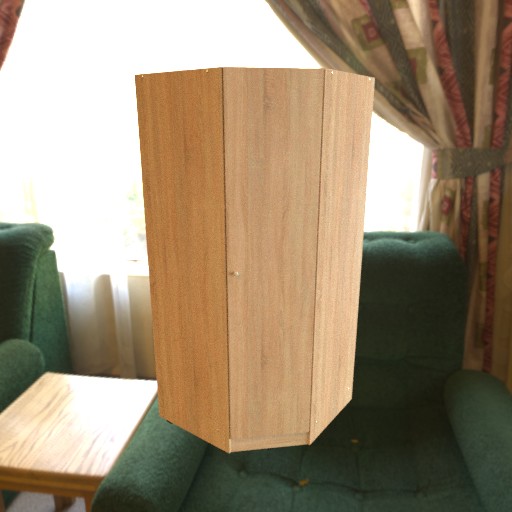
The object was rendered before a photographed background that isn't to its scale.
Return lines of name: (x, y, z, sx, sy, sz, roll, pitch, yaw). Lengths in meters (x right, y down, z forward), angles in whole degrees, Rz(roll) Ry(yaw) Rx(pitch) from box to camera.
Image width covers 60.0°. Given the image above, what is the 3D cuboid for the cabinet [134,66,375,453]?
cabinet: (0.000, 0.000, 2.835, 1.327, 2.120, 1.094, -2, 17, -8)
